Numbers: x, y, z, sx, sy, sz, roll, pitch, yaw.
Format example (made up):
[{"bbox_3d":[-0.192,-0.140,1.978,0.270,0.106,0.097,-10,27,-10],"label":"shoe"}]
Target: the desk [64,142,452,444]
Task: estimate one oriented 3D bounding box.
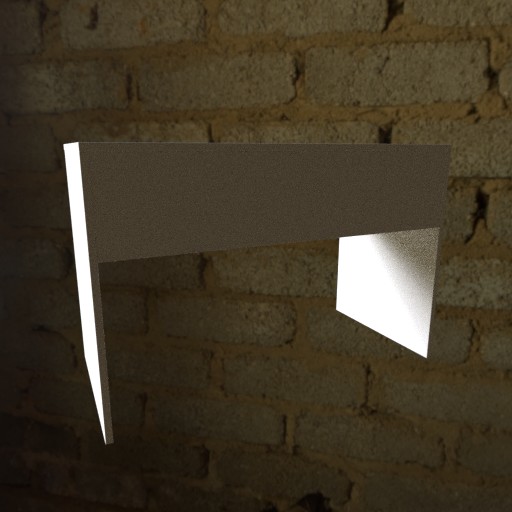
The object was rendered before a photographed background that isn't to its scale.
[{"bbox_3d":[0.000,0.000,1.495,1.100,0.730,0.560,-6,15,-25],"label":"desk"}]
